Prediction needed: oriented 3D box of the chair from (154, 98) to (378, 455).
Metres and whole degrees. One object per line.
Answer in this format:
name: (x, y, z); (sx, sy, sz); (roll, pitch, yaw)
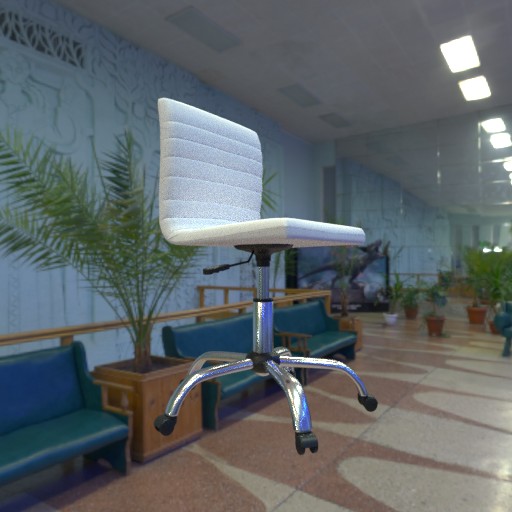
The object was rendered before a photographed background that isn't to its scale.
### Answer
chair: (0.000, 0.000, 1.143); (0.530, 0.780, 0.556); (0, -1, 37)
